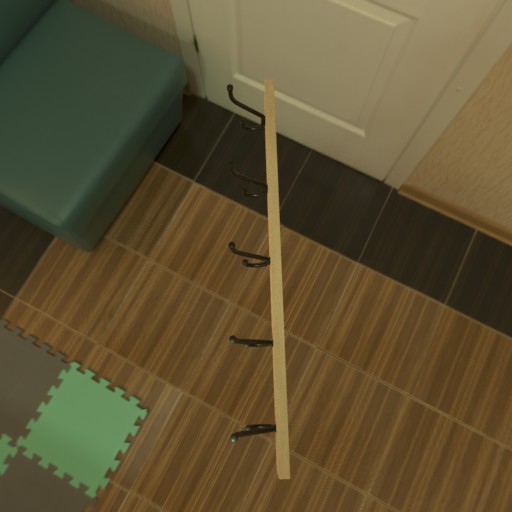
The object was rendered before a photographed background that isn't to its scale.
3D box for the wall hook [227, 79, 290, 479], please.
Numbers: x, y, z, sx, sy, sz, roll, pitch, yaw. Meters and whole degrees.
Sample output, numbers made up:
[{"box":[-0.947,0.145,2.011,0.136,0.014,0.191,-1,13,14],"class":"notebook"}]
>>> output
[{"box":[0.000,0.000,0.621,0.071,0.117,0.571,-1,75,0],"class":"wall hook"}]
